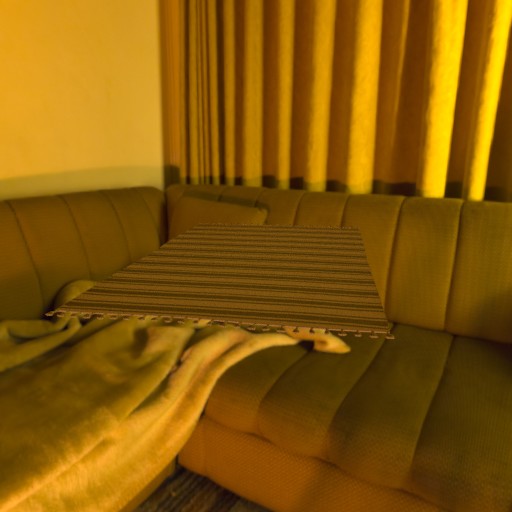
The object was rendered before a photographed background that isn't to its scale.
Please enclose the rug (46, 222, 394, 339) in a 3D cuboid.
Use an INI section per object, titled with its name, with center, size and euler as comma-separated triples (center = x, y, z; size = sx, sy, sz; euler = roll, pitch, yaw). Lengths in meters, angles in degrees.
[rug]
center = 0.000, 0.000, 2.320
size = 1.162, 0.013, 1.875
euler = 2, 14, 9
